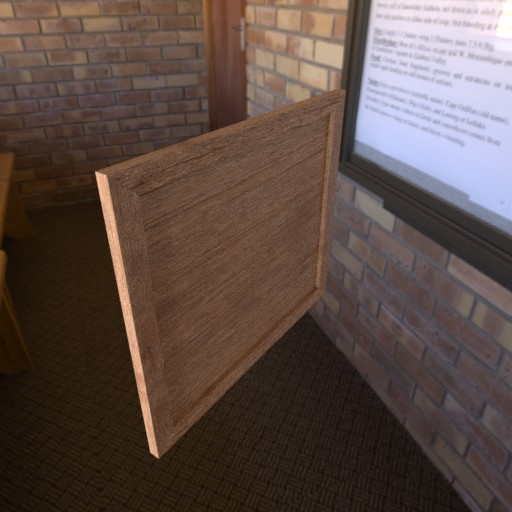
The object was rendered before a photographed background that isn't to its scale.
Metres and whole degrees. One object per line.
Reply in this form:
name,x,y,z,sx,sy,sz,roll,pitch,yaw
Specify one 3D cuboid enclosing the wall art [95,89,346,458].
wall art,0.000,0.000,0.967,0.026,0.588,0.690,20,37,30
